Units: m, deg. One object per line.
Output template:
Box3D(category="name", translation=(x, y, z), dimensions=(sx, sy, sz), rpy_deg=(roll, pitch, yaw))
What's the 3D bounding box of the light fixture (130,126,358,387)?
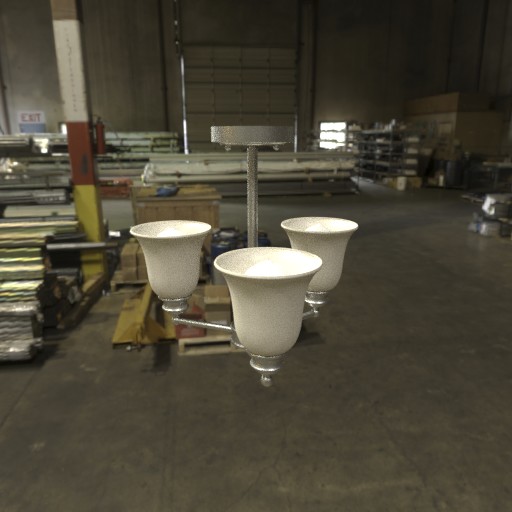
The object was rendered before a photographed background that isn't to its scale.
Box3D(category="light fixture", translation=(0.000, 0.000, 0.659), dimensions=(0.388, 0.370, 0.354), rpy_deg=(-2, 15, -8))
